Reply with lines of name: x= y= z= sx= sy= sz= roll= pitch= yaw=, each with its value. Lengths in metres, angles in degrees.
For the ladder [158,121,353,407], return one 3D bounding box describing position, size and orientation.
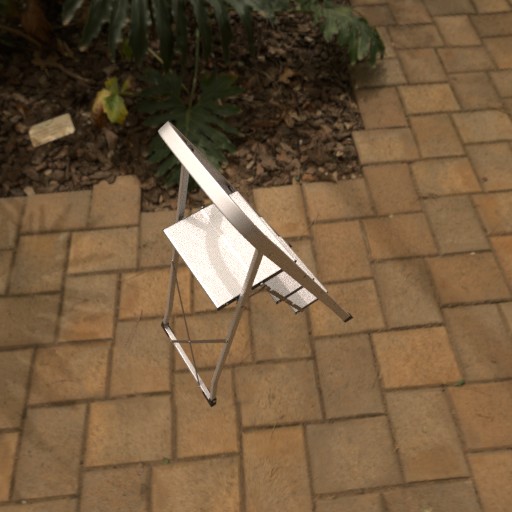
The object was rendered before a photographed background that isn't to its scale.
ladder: x=0.000 y=0.000 z=1.454 sx=0.704 sy=1.070 sz=0.465 roll=-30 pitch=64 yaw=-17
